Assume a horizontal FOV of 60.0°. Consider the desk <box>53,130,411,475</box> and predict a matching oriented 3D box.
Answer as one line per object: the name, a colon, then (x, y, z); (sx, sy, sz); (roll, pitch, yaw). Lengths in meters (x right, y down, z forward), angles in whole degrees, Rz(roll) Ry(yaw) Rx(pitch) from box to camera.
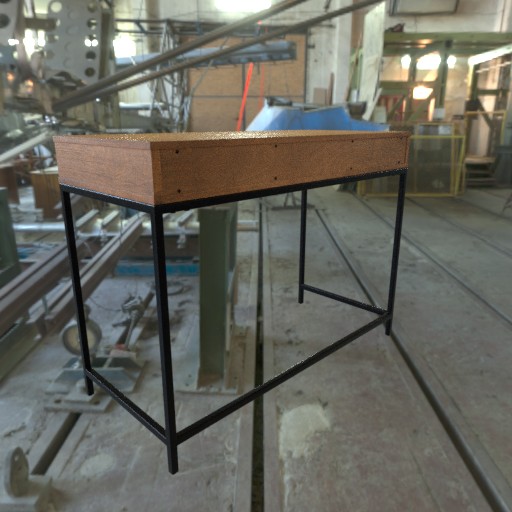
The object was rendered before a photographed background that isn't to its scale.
desk: (0.000, 0.000, 1.429); (1.016, 0.762, 0.470); (-16, 23, -42)
